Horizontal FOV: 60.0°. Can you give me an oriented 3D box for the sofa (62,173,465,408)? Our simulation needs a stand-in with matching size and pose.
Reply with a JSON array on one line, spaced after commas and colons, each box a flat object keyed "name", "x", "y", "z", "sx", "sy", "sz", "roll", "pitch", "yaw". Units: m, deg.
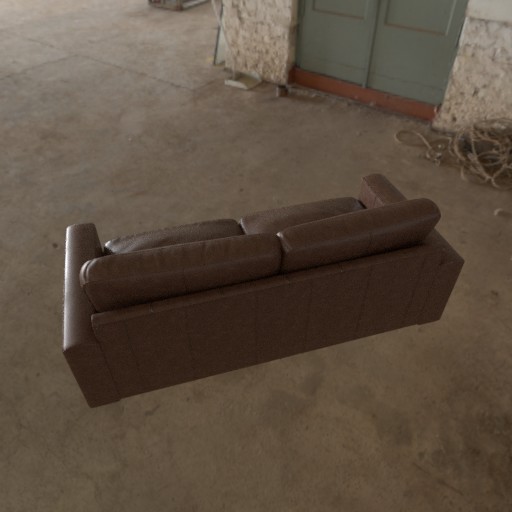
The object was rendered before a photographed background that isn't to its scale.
[{"name": "sofa", "x": 0.000, "y": 0.000, "z": 2.712, "sx": 2.179, "sy": 0.873, "sz": 1.016, "roll": -11, "pitch": 43, "yaw": -12}]
